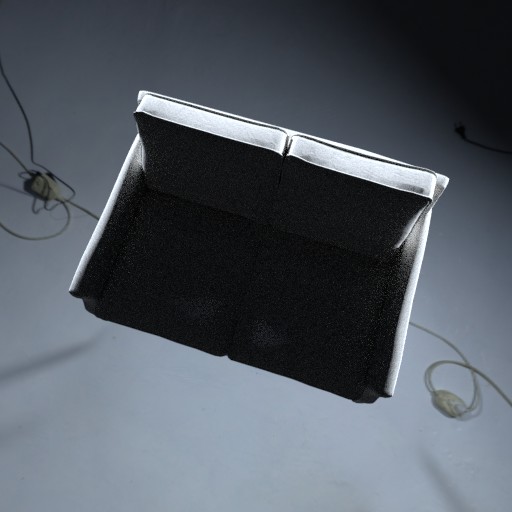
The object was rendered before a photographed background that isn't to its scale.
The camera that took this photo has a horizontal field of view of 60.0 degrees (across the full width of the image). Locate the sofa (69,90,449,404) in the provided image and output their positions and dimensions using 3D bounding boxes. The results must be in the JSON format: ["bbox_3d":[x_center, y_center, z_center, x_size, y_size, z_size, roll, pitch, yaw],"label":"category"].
[{"bbox_3d":[0.000,0.000,2.275,1.597,1.003,1.084,17,76,4],"label":"sofa"}]
